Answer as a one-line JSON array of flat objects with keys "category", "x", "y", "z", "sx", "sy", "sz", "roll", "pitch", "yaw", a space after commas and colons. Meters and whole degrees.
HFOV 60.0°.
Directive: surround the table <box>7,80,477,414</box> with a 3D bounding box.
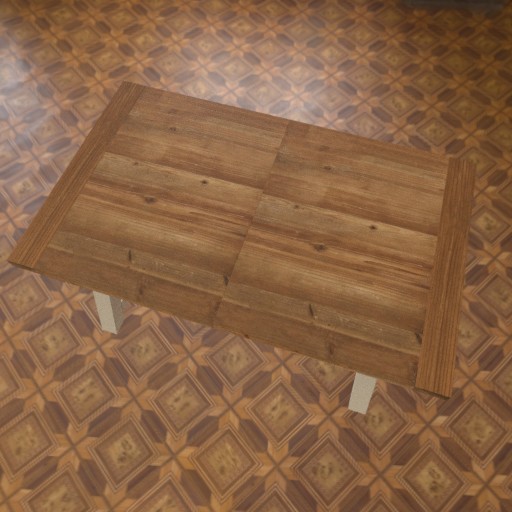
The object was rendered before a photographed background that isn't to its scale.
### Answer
[{"category": "table", "x": 0.000, "y": 0.000, "z": 1.946, "sx": 1.503, "sy": 0.743, "sz": 0.922, "roll": 16, "pitch": 63, "yaw": 8}]
